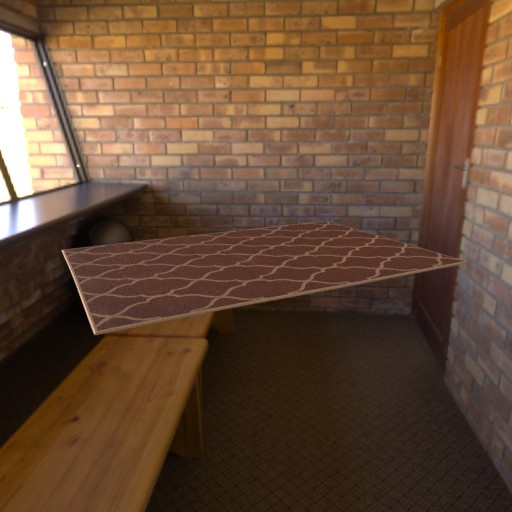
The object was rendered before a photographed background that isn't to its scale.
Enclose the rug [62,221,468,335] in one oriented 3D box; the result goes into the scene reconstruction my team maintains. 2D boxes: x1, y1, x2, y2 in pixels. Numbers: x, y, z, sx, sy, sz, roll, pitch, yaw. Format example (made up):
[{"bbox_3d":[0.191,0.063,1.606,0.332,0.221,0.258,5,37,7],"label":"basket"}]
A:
[{"bbox_3d":[0.000,0.000,2.980,2.290,0.014,1.526,-8,17,-26],"label":"rug"}]
